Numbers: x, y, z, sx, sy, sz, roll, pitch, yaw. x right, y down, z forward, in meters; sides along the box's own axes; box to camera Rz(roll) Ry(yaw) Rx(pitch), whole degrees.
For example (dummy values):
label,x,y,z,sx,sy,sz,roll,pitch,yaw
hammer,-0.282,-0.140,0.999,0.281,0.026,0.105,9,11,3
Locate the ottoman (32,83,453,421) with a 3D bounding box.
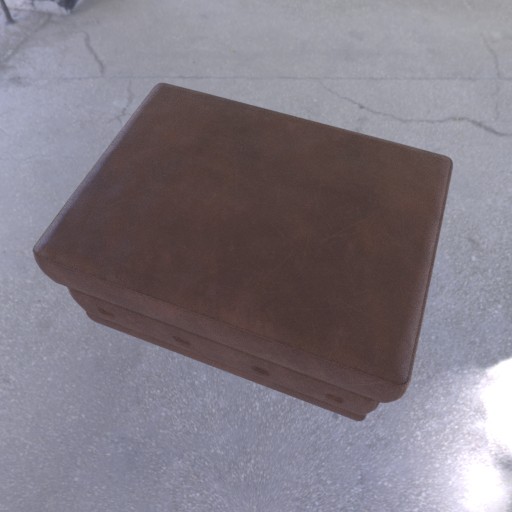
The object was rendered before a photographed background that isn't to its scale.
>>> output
label,x,y,z,sx,sy,sz,roll,pitch,yaw
ottoman,0.000,0.000,1.164,0.795,0.509,0.588,18,60,11
